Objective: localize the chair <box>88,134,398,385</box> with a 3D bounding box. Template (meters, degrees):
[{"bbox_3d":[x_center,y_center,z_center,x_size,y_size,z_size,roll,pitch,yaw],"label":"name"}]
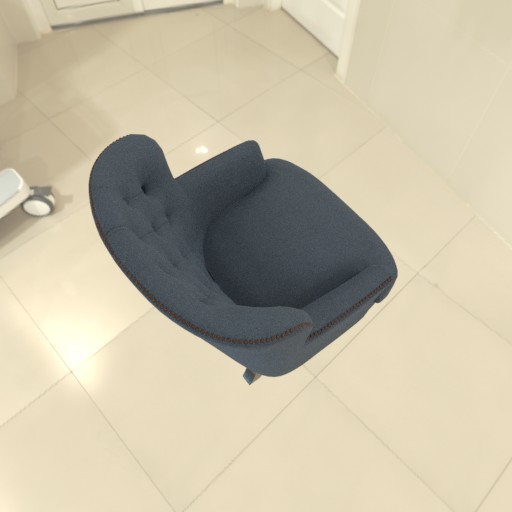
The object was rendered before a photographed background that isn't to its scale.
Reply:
[{"bbox_3d":[0.000,0.000,1.630,0.906,0.868,0.848,-32,63,-18],"label":"chair"}]
